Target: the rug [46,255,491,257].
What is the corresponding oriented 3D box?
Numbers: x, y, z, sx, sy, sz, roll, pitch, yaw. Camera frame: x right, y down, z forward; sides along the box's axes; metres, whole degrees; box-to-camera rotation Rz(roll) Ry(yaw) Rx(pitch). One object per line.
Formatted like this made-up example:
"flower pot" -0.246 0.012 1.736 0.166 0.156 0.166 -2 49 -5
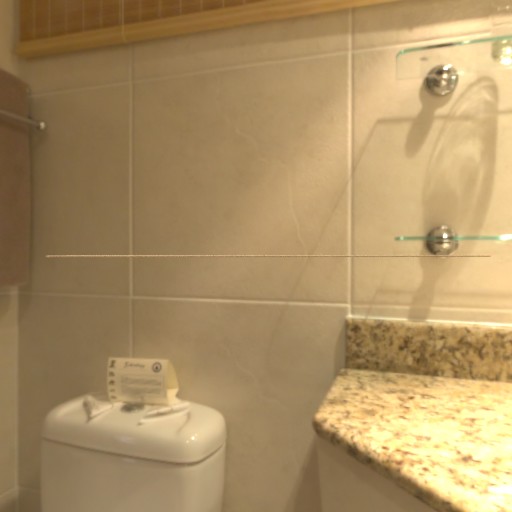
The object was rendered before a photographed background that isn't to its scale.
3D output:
"rug" 0.000 0.000 2.300 1.850 0.006 1.234 0 0 -19
